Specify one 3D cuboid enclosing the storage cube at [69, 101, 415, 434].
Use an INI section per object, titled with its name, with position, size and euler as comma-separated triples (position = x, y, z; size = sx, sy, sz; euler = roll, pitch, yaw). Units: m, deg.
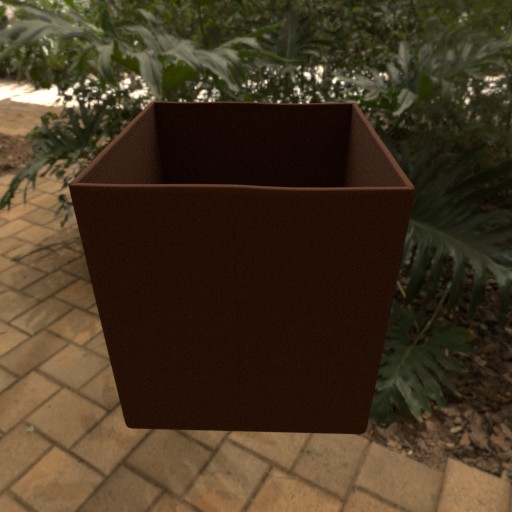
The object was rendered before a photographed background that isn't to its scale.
[storage cube]
position = 0.000, 0.000, 0.504
size = 0.270, 0.280, 0.270
euler = 1, 32, 1
